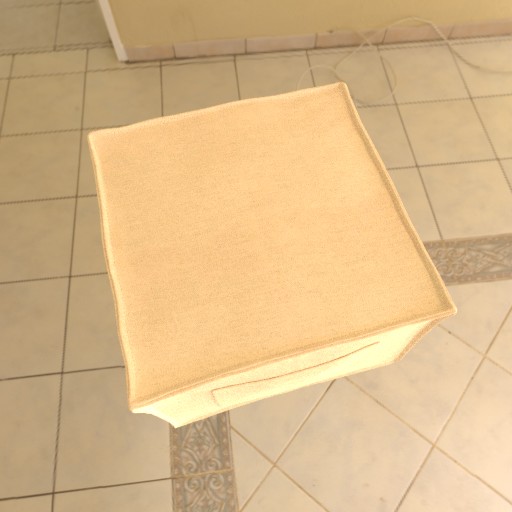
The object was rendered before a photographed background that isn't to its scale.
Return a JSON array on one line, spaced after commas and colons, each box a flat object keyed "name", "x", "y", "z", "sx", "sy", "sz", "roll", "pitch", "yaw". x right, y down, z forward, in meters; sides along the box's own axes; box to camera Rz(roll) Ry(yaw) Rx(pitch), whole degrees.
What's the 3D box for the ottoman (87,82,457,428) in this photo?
[{"name": "ottoman", "x": 0.000, "y": 0.000, "z": 1.176, "sx": 0.707, "sy": 0.470, "sz": 0.696, "roll": -15, "pitch": 65, "yaw": -7}]
